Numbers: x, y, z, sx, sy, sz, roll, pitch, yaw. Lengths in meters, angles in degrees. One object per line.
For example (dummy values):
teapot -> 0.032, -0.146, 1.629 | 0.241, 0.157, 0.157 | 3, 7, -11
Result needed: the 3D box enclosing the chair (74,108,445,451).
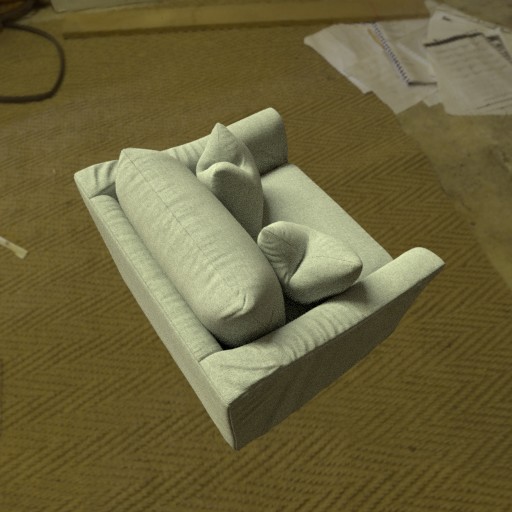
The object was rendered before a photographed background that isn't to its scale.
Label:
chair -> 0.000, 0.000, 2.046 | 1.071, 1.059, 1.194 | -31, 62, -18
